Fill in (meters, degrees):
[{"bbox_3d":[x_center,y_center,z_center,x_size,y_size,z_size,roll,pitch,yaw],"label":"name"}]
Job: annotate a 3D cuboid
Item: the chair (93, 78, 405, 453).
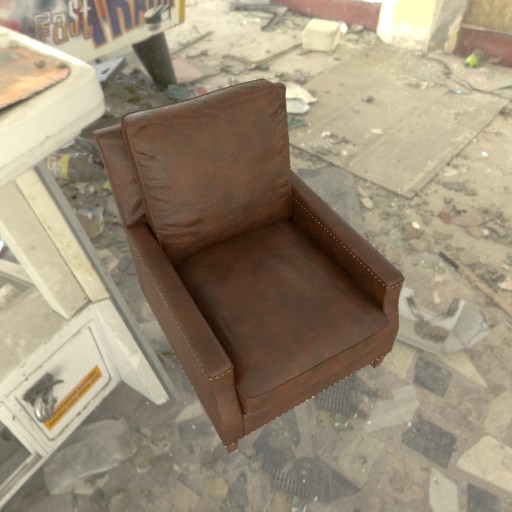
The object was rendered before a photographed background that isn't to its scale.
[{"bbox_3d":[0.000,0.000,1.841,0.854,1.054,1.035,-23,50,-21],"label":"chair"}]
